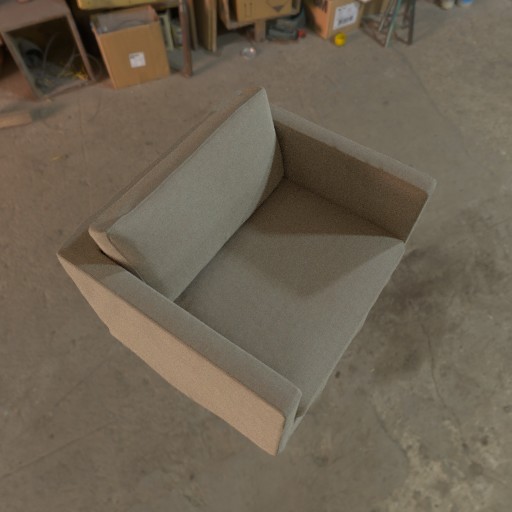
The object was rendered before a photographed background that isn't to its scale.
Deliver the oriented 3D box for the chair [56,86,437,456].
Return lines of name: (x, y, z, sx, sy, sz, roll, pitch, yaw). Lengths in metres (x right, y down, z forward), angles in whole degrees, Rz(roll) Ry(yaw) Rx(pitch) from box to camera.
chair: (0.000, 0.000, 1.760, 0.949, 0.863, 1.057, 31, 63, 18)
